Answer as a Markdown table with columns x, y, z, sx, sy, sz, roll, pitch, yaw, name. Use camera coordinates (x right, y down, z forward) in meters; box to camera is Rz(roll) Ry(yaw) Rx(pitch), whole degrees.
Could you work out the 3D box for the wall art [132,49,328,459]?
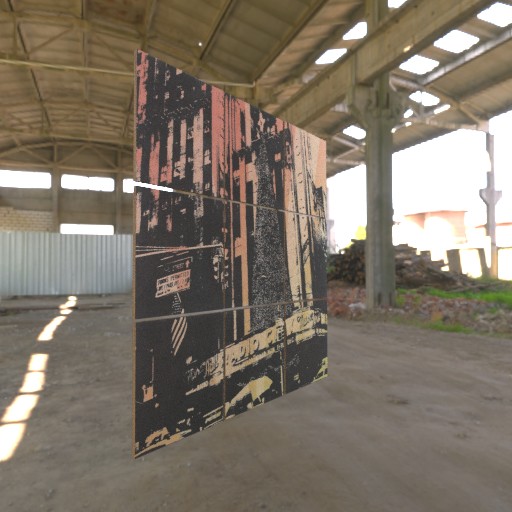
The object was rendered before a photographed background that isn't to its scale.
| x | y | z | sx | sy | sz | roll | pitch | yaw | name |
| --- | --- | --- | --- | --- | --- | --- | --- | --- | --- |
| 0.000 | 0.000 | 1.362 | 0.010 | 0.917 | 0.919 | -1 | -2 | 36 | wall art |
